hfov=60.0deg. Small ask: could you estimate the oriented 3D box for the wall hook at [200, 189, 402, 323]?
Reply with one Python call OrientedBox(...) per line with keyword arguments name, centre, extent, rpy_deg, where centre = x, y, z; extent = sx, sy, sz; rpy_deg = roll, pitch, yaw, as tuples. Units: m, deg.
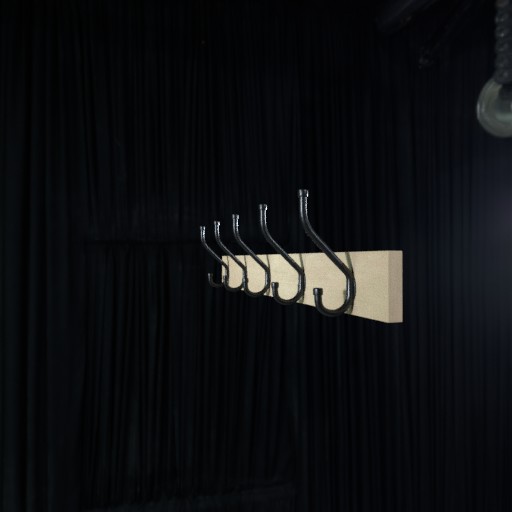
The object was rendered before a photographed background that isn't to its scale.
OrientedBox(name="wall hook", centre=(0.000, 0.000, 0.631), extent=(0.071, 0.117, 0.571), rpy_deg=(0, -1, -18))
